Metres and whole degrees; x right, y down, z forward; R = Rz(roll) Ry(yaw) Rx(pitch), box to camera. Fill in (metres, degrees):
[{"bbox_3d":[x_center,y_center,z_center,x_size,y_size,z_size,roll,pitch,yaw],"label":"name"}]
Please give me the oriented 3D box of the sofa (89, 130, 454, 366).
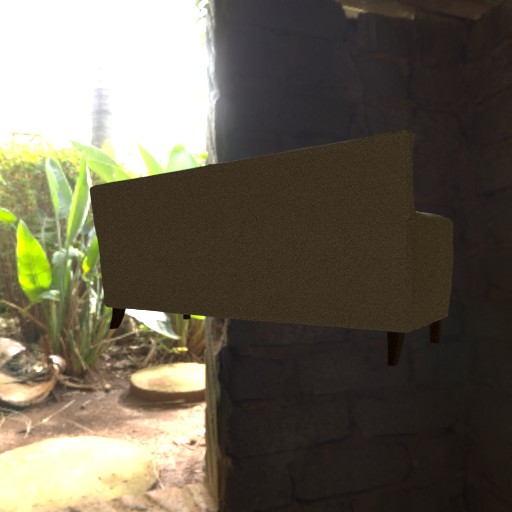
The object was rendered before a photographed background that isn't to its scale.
[{"bbox_3d":[0.000,0.000,2.531,2.001,0.907,0.841,-1,-2,36],"label":"sofa"}]
